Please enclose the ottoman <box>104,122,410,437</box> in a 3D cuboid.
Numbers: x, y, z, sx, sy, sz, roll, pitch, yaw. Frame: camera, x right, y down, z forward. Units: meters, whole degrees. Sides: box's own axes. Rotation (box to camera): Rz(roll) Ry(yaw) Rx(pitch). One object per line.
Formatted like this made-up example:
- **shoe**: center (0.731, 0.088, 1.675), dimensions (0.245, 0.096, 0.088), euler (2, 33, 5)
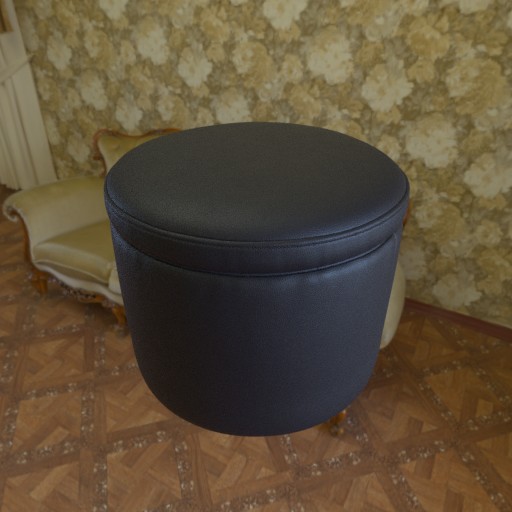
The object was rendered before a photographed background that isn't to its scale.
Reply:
- **ottoman**: center (0.000, 0.000, 0.835), dimensions (0.501, 0.409, 0.501), euler (0, 32, 0)
